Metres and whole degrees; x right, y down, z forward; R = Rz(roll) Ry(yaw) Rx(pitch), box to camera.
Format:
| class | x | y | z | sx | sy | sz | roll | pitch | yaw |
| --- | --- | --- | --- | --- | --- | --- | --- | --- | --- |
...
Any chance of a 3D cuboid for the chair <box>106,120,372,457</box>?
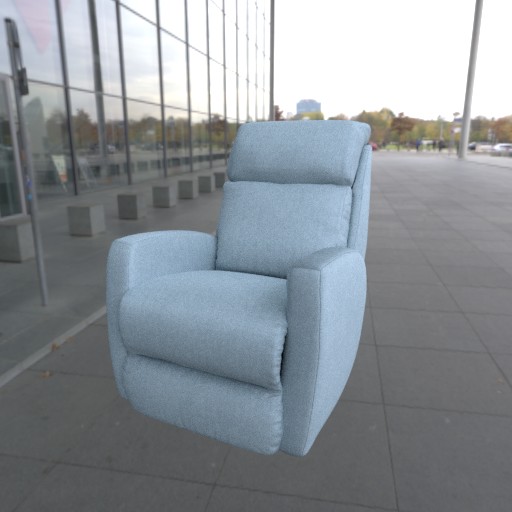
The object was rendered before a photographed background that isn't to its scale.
| class | x | y | z | sx | sy | sz | roll | pitch | yaw |
| --- | --- | --- | --- | --- | --- | --- | --- | --- | --- |
| chair | 0.000 | 0.000 | 1.683 | 0.812 | 1.013 | 0.940 | 7 | 16 | 26 |
